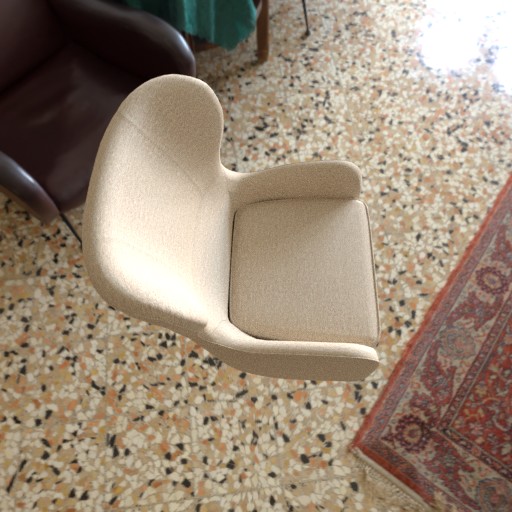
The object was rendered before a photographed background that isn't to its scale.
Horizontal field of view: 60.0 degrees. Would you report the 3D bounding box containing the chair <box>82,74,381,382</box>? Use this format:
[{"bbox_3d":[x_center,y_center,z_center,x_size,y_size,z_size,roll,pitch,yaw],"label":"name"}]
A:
[{"bbox_3d":[0.000,0.000,1.745,0.984,1.064,0.861,1,64,1],"label":"chair"}]
